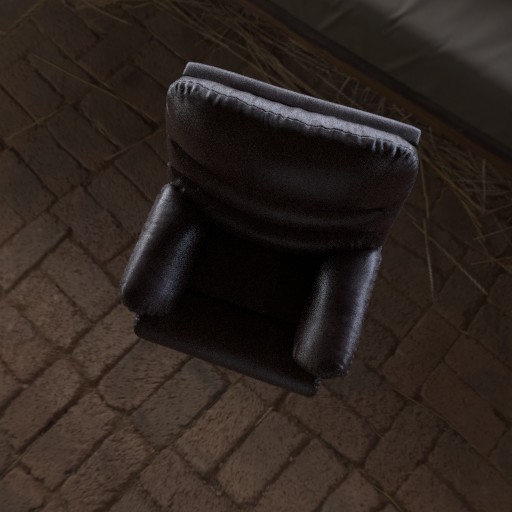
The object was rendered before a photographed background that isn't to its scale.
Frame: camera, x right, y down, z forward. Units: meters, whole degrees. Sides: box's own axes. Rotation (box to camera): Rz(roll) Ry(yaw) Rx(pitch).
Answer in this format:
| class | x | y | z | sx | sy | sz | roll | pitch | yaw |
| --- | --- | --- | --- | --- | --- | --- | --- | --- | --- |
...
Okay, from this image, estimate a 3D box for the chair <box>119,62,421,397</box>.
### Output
| class | x | y | z | sx | sy | sz | roll | pitch | yaw |
| --- | --- | --- | --- | --- | --- | --- | --- | --- | --- |
| chair | 0.000 | 0.000 | 1.728 | 0.940 | 1.041 | 0.879 | 18 | 75 | 5 |
